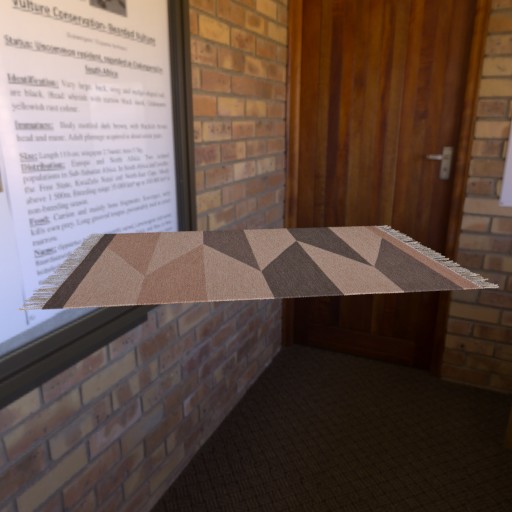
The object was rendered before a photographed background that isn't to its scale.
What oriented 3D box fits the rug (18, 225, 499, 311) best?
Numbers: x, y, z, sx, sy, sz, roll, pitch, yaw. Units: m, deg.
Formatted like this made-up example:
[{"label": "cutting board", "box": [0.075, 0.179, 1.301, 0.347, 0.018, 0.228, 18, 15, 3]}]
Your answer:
[{"label": "rug", "box": [0.000, 0.000, 2.401, 2.021, 0.027, 1.224, -2, 17, -7]}]
